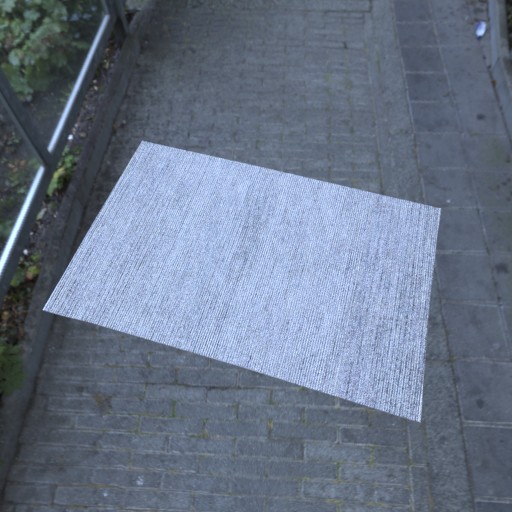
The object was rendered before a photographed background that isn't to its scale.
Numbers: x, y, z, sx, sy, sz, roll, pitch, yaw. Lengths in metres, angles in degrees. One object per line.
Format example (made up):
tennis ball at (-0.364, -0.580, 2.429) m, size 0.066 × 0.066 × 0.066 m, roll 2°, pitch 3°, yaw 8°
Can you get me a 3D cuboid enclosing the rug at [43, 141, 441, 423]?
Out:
rug at (0.000, 0.000, 2.266) m, size 1.789 × 0.021 × 1.159 m, roll 15°, pitch 61°, yaw 8°
